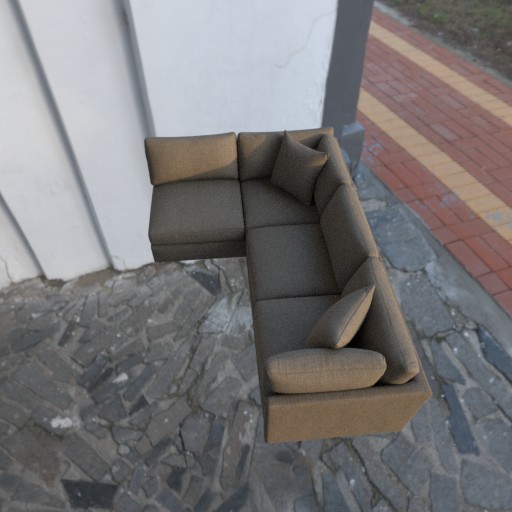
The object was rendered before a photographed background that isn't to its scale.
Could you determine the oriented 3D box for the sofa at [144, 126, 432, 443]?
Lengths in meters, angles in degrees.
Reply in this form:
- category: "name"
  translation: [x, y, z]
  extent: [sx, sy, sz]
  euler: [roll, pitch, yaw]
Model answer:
- category: "sofa"
  translation: [0.000, 0.000, 3.851]
  extent: [1.994, 0.978, 2.896]
  euler: [-4, 48, -4]
